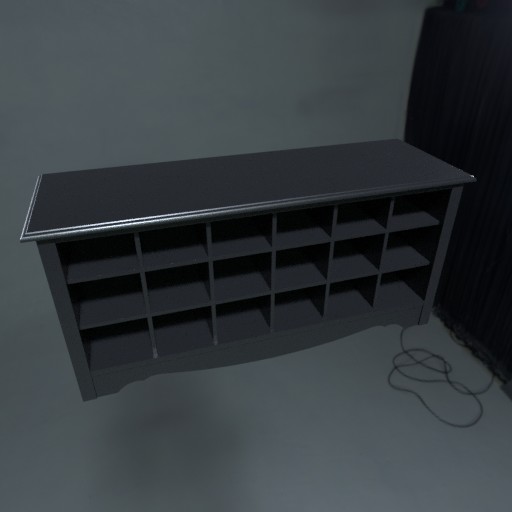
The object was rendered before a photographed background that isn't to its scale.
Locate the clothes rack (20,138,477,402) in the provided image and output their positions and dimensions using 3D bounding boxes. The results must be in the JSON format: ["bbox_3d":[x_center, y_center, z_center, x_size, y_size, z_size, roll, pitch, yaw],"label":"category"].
[{"bbox_3d":[0.000,0.000,1.437,1.219,0.556,0.406,-9,32,-15],"label":"clothes rack"}]
